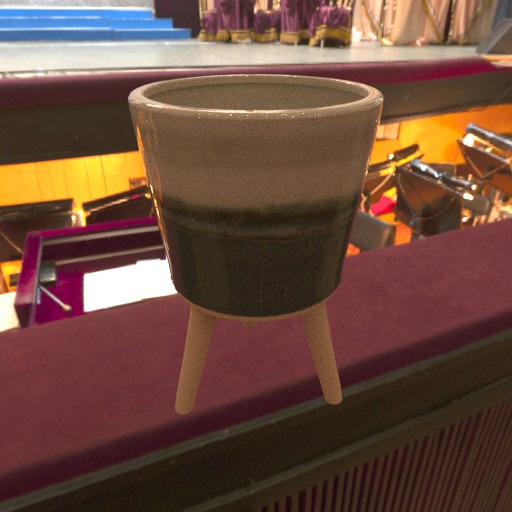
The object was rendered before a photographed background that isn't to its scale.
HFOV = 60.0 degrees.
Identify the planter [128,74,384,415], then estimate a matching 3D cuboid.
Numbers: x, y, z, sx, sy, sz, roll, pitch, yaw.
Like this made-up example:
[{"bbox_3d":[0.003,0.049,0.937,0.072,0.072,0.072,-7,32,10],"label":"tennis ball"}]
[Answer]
[{"bbox_3d":[0.000,0.000,0.464,0.217,0.331,0.217,-11,31,-19],"label":"planter"}]
